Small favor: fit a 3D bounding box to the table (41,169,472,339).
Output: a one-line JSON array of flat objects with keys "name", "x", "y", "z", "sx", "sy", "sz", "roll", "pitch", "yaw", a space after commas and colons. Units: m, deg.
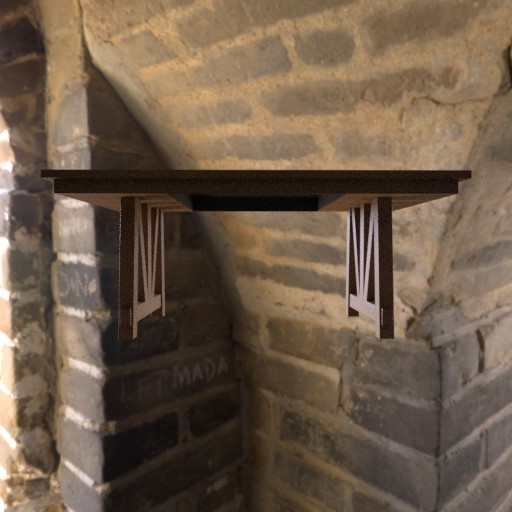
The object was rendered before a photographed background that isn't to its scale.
[{"name": "table", "x": 0.000, "y": 0.000, "z": 2.448, "sx": 1.881, "sy": 0.768, "sz": 1.016, "roll": 0, "pitch": 1, "yaw": -1}]
